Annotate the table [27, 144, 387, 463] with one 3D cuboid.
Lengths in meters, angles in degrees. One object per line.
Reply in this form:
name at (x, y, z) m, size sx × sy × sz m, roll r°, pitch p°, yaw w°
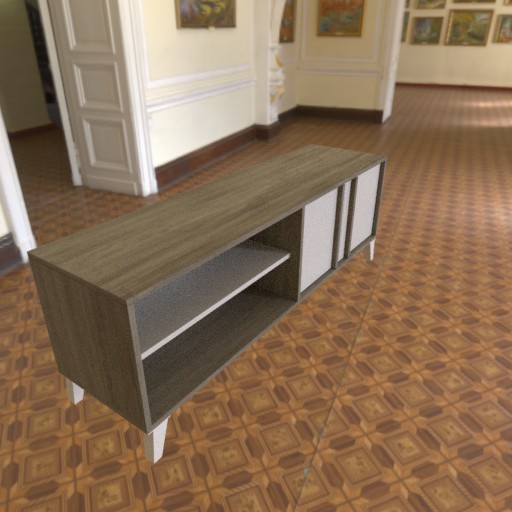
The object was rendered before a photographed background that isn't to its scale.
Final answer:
table at (0.000, 0.000, 1.721) m, size 0.400 × 0.530 × 1.500 m, roll 18°, pitch 32°, yaw 32°
